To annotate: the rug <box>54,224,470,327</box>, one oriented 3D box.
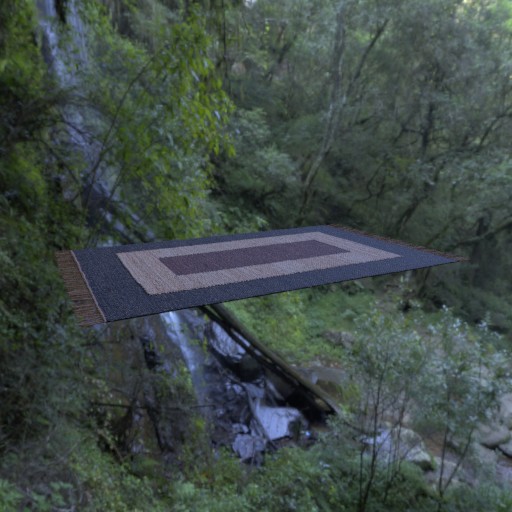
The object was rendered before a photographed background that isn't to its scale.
[{"bbox_3d":[0.000,0.000,2.490,2.021,0.027,1.224,-7,16,-26],"label":"rug"}]
